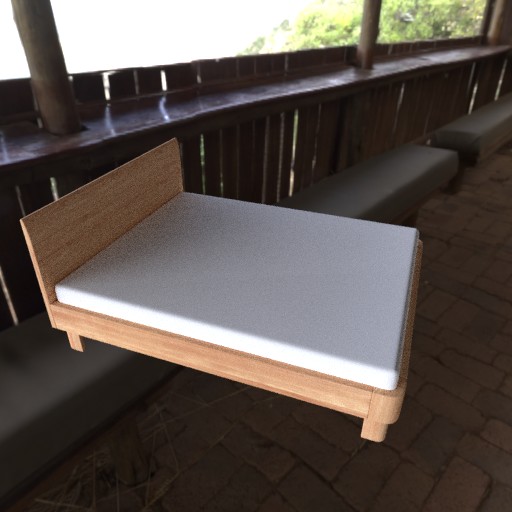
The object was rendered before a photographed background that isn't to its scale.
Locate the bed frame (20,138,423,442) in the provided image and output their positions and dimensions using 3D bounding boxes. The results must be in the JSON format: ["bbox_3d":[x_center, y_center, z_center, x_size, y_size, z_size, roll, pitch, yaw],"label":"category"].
[{"bbox_3d":[0.000,0.000,2.973,2.092,0.940,1.660,11,33,18],"label":"bed frame"}]
